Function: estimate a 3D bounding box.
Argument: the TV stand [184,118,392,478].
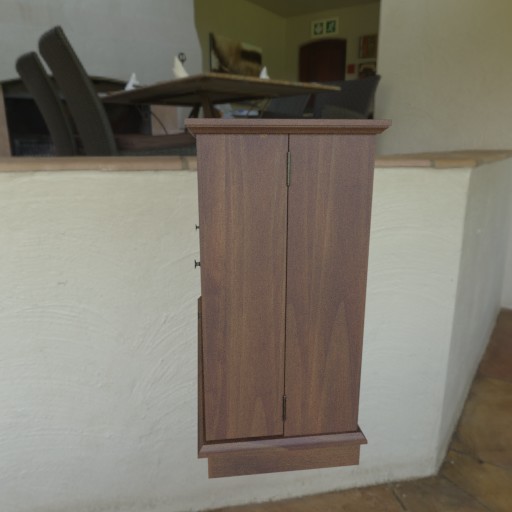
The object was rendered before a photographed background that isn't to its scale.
[{"bbox_3d":[0.000,0.000,1.464,0.406,0.813,1.067,-2,14,-7],"label":"TV stand"}]
